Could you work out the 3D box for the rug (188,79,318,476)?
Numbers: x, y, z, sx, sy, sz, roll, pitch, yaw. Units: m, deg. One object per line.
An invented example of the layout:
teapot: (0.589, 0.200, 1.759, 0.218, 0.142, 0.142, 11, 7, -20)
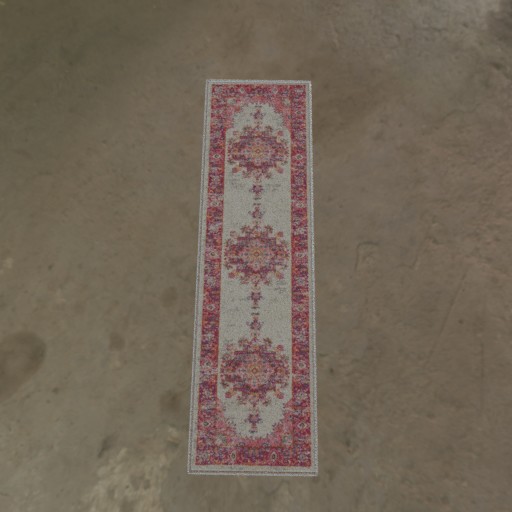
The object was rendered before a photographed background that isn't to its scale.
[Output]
rug: (0.000, 0.000, 2.526, 0.666, 0.011, 2.294, 1, 76, 0)
